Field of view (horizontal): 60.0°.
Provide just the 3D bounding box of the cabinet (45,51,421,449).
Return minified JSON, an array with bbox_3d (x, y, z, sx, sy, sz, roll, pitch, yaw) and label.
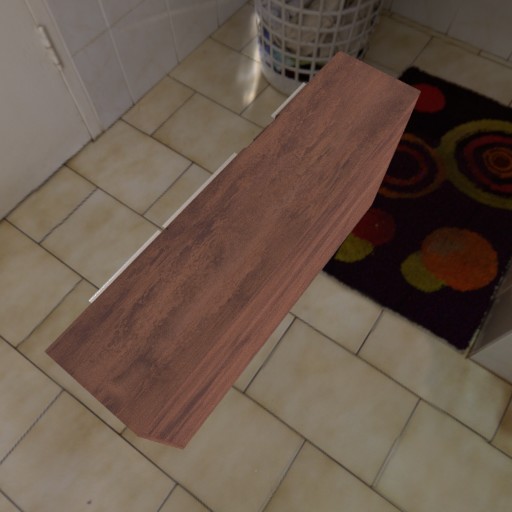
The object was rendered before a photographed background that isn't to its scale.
[{"bbox_3d":[0.000,0.000,1.939,0.420,0.900,1.600,35,69,15],"label":"cabinet"}]
